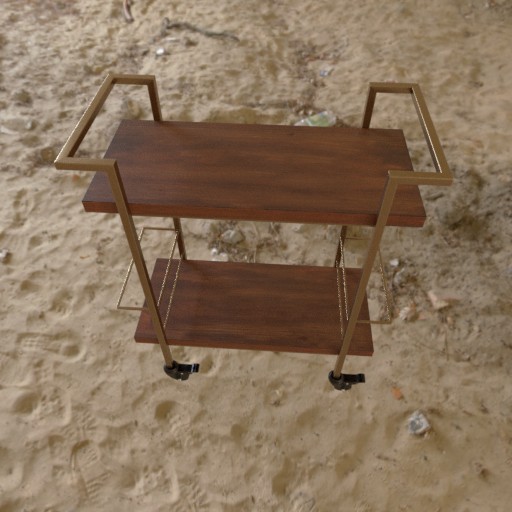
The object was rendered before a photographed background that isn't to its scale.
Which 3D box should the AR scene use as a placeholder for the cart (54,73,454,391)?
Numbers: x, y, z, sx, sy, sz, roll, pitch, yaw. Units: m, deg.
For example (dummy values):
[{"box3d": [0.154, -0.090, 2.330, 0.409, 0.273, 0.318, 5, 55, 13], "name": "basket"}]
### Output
[{"box3d": [0.000, 0.000, 1.166, 0.695, 0.807, 0.364, 3, 48, 3], "name": "cart"}]
